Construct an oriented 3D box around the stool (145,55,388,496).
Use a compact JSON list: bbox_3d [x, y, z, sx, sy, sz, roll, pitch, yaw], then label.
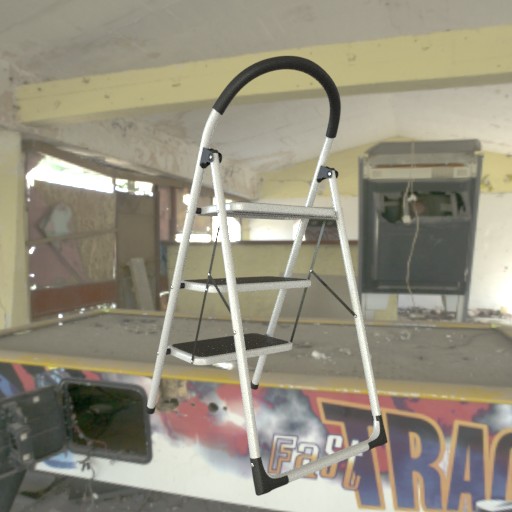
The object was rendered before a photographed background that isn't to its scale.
[{"bbox_3d":[0.000,0.000,1.428,0.485,1.109,0.676,-1,1,-36],"label":"stool"}]
